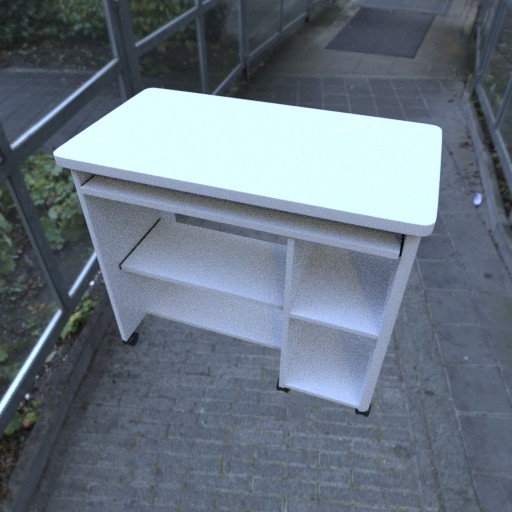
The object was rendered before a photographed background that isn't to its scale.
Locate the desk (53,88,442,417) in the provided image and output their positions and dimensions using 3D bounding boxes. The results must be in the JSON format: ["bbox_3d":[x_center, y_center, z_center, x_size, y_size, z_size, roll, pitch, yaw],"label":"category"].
[{"bbox_3d":[0.000,0.000,1.352,0.877,0.763,0.475,13,42,14],"label":"desk"}]
